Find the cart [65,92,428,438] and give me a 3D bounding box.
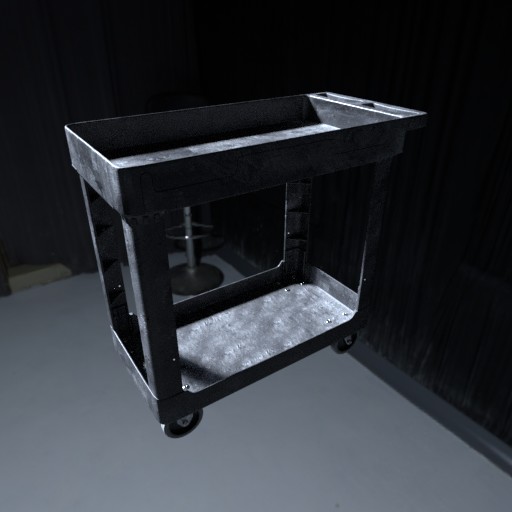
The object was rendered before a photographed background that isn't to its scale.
[{"bbox_3d":[0.000,0.000,1.358,0.877,0.824,0.420,-18,34,-29],"label":"cart"}]
